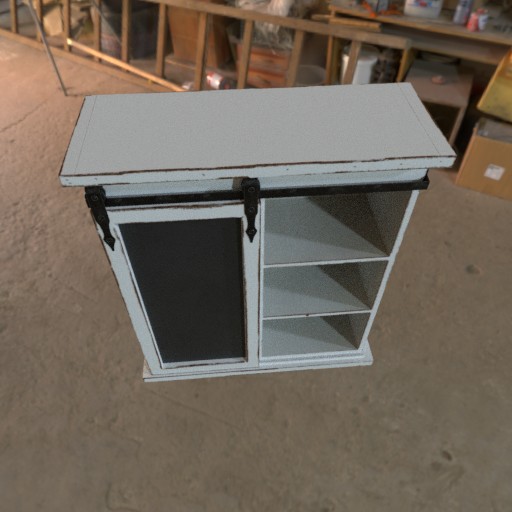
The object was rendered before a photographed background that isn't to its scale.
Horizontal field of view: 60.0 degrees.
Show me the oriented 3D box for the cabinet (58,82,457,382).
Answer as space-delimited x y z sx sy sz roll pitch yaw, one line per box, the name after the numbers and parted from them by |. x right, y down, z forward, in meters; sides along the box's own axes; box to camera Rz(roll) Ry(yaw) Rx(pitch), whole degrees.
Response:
0.000 0.000 0.892 0.541 0.603 0.210 -4 48 -3 | cabinet
